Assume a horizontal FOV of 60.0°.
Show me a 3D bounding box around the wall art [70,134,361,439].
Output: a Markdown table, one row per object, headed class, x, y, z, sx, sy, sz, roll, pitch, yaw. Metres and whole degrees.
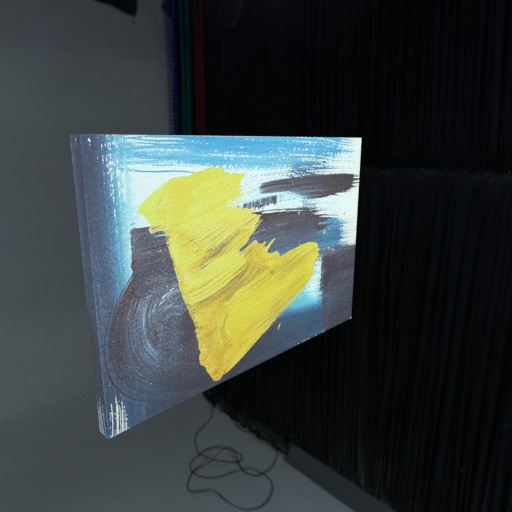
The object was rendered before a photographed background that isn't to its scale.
| class | x | y | z | sx | sy | sz | roll | pitch | yaw |
| --- | --- | --- | --- | --- | --- | --- | --- | --- | --- |
| wall art | 0.000 | 0.000 | 1.171 | 0.039 | 0.610 | 0.914 | 14 | 20 | 43 |
